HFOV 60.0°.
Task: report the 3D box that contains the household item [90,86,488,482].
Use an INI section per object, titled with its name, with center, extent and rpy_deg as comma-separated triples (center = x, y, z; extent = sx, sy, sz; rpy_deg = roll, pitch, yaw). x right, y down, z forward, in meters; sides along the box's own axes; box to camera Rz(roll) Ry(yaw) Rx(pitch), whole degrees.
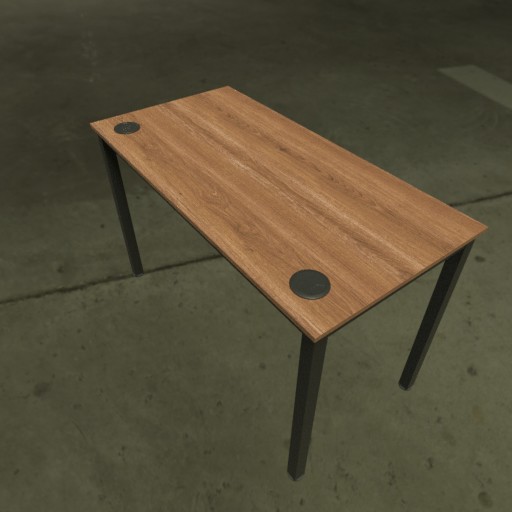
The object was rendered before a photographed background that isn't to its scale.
[household item]
center = 0.000, 0.000, 1.614
extent = 0.600, 0.750, 1.200
rpy_deg = -26, 48, -26
